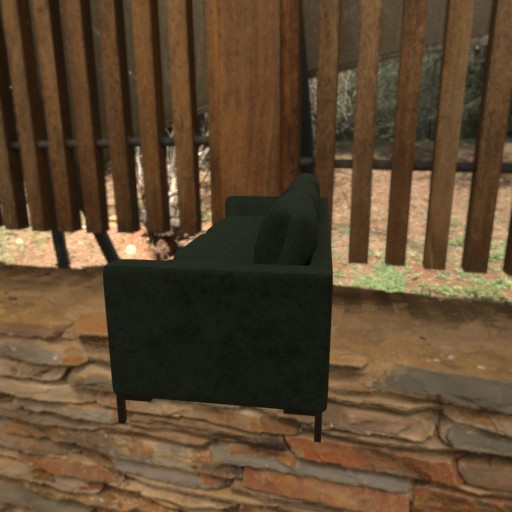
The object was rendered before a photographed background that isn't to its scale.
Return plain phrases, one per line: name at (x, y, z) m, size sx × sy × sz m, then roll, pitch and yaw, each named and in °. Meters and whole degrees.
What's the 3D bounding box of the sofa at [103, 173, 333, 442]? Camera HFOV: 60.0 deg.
sofa at (0.000, 0.000, 2.662) m, size 0.859 × 0.870 × 2.218 m, roll 2°, pitch 14°, yaw 8°
